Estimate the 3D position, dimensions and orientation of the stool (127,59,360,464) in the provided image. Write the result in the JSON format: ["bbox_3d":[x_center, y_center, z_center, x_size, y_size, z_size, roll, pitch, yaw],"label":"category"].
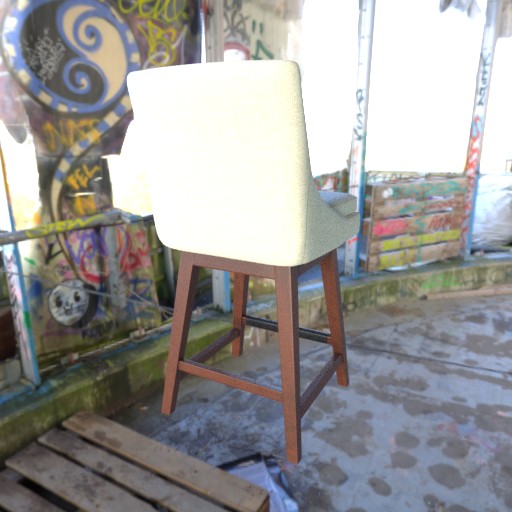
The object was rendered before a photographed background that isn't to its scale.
[{"bbox_3d":[0.000,0.000,1.306,0.469,0.991,0.559,9,18,28],"label":"stool"}]
